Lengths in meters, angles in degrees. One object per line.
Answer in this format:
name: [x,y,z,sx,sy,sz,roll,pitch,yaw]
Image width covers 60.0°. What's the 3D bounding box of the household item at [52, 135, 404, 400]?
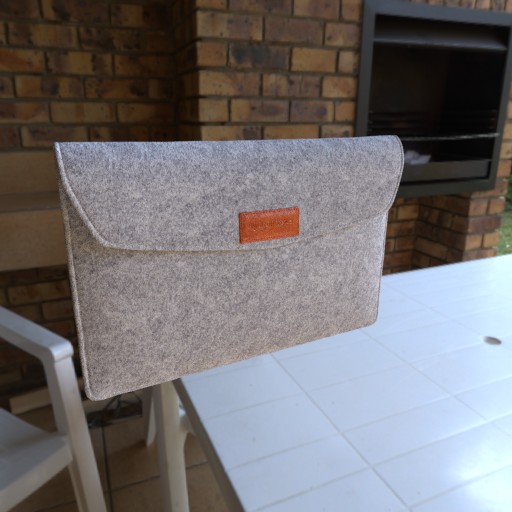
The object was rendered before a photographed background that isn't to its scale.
household item: [0.000,0.000,0.429,0.335,0.221,0.057,-9,19,-27]
